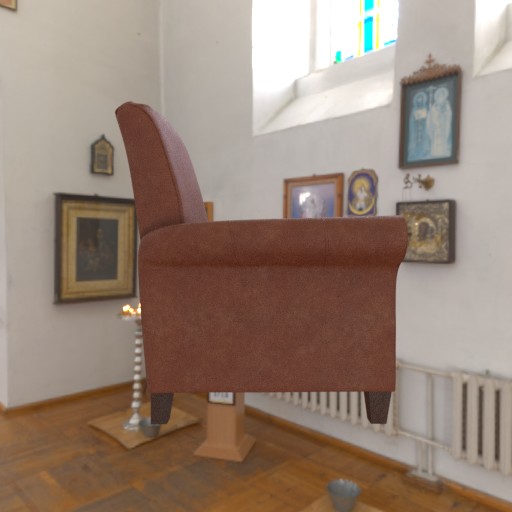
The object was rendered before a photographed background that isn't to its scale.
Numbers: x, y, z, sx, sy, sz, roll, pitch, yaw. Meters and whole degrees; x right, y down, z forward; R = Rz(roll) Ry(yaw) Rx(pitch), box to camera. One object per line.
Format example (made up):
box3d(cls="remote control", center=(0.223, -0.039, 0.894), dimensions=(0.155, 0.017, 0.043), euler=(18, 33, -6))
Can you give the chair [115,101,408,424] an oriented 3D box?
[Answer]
box3d(cls="chair", center=(0.000, 0.000, 1.750), dimensions=(0.902, 1.061, 0.978), euler=(0, 0, 0))
